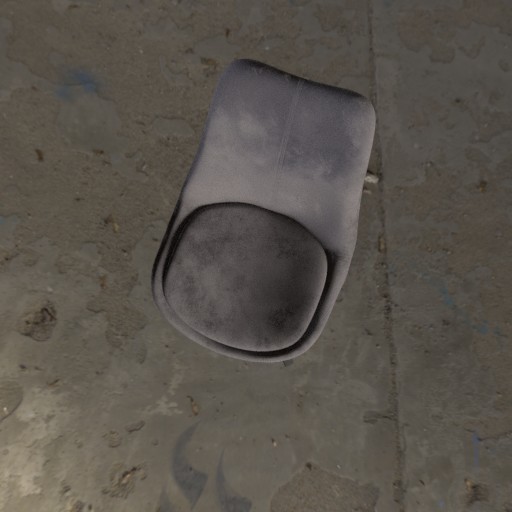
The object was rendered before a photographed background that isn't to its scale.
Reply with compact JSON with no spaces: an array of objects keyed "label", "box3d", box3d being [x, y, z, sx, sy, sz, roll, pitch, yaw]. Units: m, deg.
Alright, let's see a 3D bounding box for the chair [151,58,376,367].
[{"label":"chair","box3d":[0.000,0.000,1.203,0.476,0.850,0.550,20,76,5]}]
